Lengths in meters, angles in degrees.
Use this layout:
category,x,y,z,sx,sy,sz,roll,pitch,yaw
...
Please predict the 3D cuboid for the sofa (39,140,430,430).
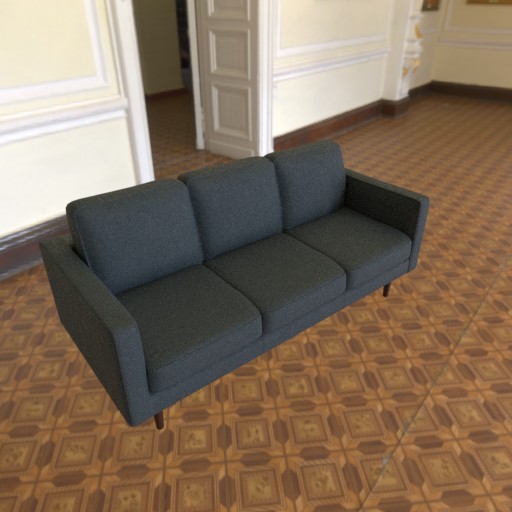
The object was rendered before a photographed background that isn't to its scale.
category,x,y,z,sx,sy,sz,roll,pitch,yaw
sofa,0.000,0.000,2.530,2.013,0.945,0.935,-22,37,-32
